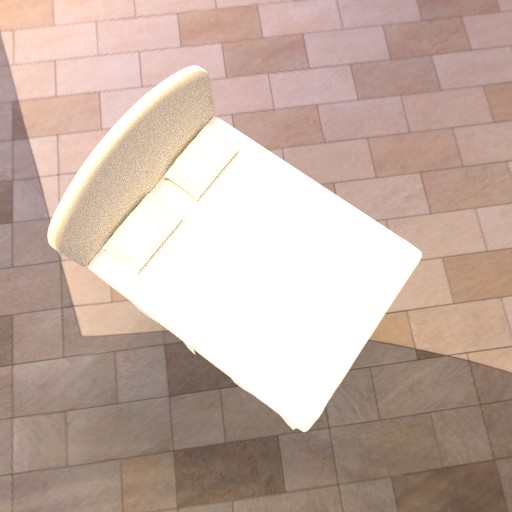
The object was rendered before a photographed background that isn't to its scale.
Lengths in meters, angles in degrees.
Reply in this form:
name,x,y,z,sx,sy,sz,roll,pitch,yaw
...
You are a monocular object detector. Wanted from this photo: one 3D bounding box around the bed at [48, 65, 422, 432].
name,x,y,z,sx,sy,sz,roll,pitch,yaw
bed,0.000,0.000,3.043,2.005,1.410,1.607,35,78,9
